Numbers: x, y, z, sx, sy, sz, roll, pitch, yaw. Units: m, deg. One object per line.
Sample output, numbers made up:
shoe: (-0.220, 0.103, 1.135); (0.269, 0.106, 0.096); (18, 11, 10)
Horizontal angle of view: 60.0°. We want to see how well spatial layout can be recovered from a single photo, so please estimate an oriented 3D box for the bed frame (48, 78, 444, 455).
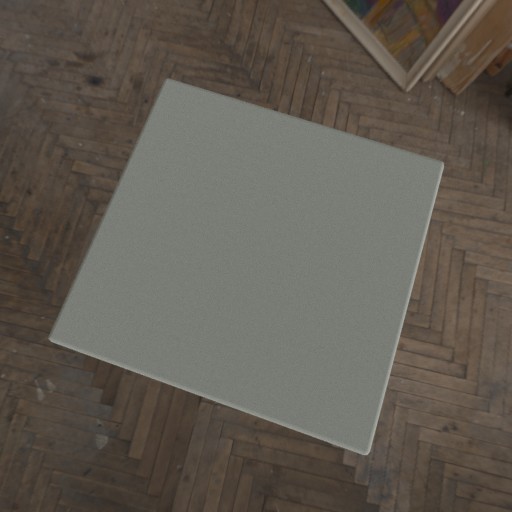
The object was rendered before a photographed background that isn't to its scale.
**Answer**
bed frame: (0.000, 0.000, 3.963); (2.635, 0.680, 2.526); (18, 77, 5)
